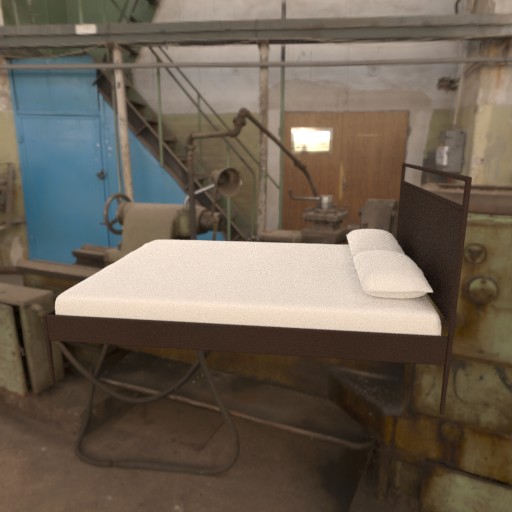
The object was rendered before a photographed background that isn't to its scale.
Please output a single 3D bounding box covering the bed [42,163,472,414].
[{"bbox_3d":[0.000,0.000,2.965,2.122,1.173,1.572,2,14,8],"label":"bed"}]
